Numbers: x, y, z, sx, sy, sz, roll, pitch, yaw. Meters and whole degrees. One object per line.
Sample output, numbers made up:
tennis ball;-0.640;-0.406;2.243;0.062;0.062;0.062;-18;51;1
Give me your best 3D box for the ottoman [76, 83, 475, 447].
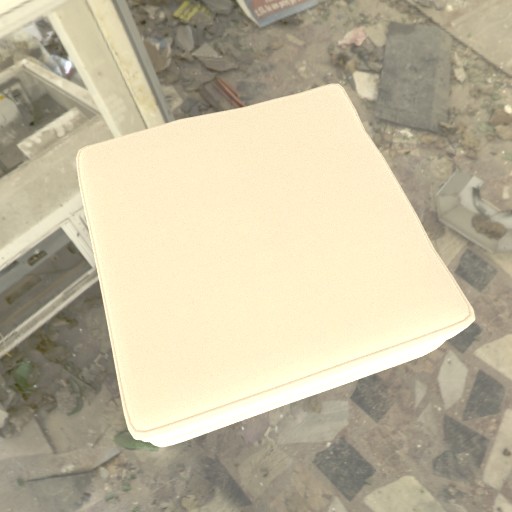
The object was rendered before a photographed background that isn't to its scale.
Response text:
ottoman;0.000;0.000;1.313;0.838;0.479;0.838;-17;65;-8
